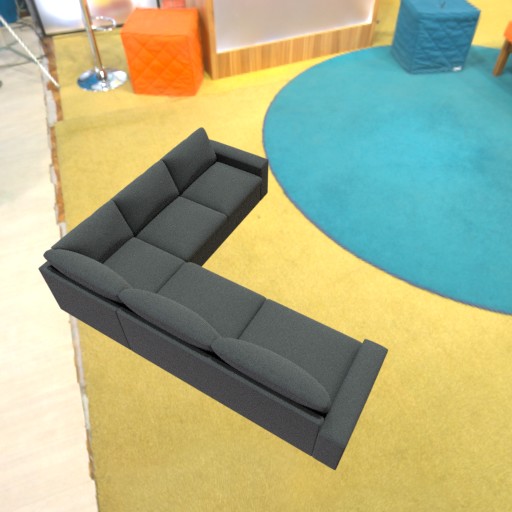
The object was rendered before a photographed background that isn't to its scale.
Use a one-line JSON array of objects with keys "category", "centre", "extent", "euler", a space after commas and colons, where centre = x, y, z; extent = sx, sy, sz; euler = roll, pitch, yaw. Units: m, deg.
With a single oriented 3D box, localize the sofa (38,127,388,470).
[{"category": "sofa", "centre": [0.000, 0.000, 4.834], "extent": [3.277, 0.965, 2.895], "euler": [24, 52, 20]}]
